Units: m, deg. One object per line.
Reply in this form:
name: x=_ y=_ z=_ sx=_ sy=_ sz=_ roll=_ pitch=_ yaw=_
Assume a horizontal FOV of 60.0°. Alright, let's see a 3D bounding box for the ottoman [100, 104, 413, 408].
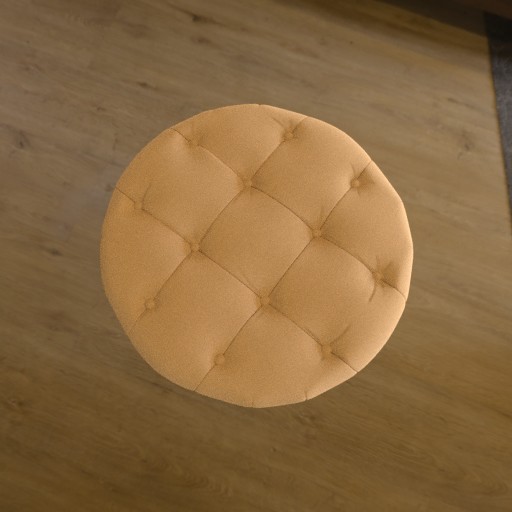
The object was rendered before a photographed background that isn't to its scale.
ottoman: x=0.000 y=0.000 z=1.416 sx=0.901 sy=0.439 sz=0.901 roll=0 pitch=77 yaw=0
